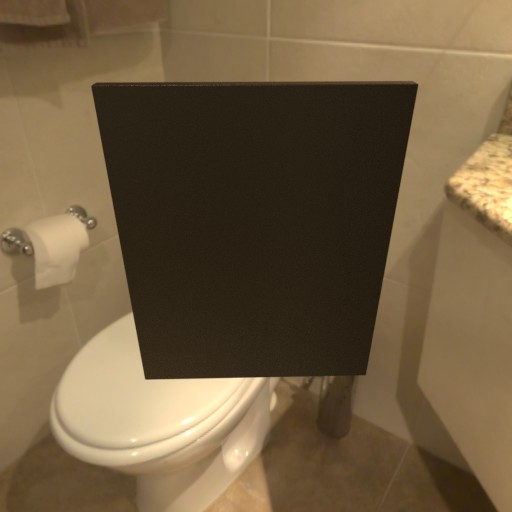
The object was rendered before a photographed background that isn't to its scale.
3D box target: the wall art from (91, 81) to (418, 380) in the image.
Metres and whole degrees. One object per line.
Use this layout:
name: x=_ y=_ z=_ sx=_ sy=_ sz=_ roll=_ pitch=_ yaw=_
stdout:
wall art: x=0.000 y=0.000 z=1.616 sx=0.950 sy=1.194 sz=0.053 roll=-1 pitch=31 yaw=-1
